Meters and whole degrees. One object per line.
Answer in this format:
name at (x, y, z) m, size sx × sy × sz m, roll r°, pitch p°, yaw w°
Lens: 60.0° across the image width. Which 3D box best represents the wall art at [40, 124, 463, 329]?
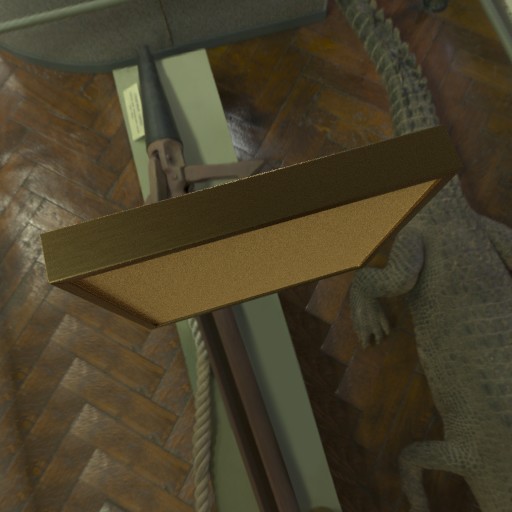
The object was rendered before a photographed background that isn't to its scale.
wall art at (0.000, 0.000, 0.463) m, size 0.305 × 0.305 × 0.037 m, roll -16°, pitch 75°, yaw -4°
